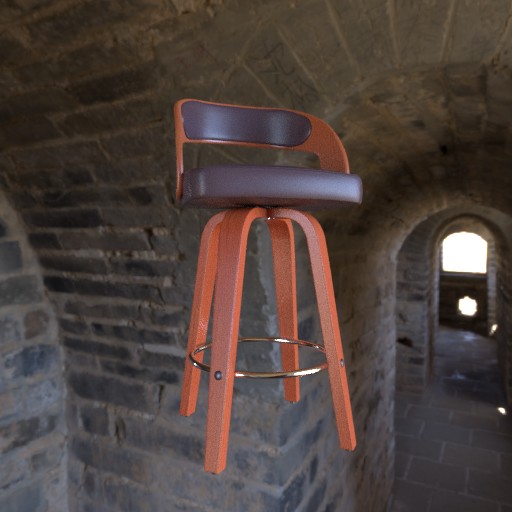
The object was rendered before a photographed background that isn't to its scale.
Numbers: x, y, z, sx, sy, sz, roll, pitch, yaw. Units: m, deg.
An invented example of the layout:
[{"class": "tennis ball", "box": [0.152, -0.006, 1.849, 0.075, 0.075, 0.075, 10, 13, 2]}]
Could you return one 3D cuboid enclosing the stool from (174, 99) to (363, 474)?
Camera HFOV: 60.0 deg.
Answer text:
[{"class": "stool", "box": [0.000, 0.000, 1.202, 0.457, 0.940, 0.457, -1, 2, -19]}]
